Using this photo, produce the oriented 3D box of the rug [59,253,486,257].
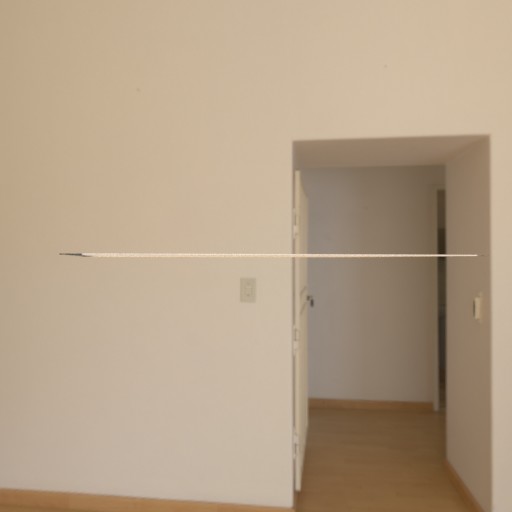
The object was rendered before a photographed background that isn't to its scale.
[{"bbox_3d":[0.000,0.000,4.334,3.327,0.010,2.464,0,0,-18],"label":"rug"}]
